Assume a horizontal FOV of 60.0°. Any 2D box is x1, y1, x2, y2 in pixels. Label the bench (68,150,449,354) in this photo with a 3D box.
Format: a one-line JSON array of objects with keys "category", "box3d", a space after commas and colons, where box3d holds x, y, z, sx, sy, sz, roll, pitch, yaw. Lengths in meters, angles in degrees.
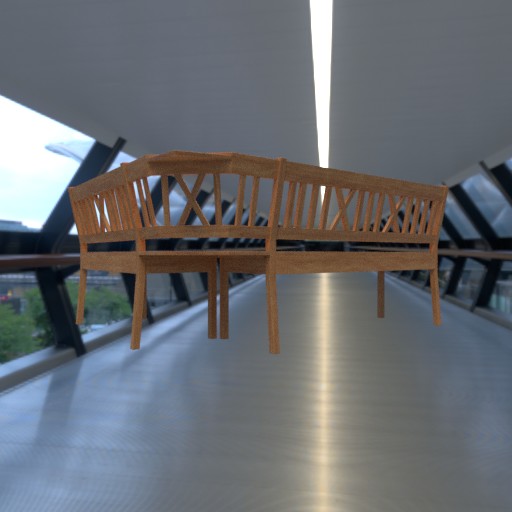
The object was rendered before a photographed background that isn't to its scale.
[{"category": "bench", "box3d": [0.000, 0.000, 2.876, 1.937, 0.902, 1.537, 0, 0, -37]}]
